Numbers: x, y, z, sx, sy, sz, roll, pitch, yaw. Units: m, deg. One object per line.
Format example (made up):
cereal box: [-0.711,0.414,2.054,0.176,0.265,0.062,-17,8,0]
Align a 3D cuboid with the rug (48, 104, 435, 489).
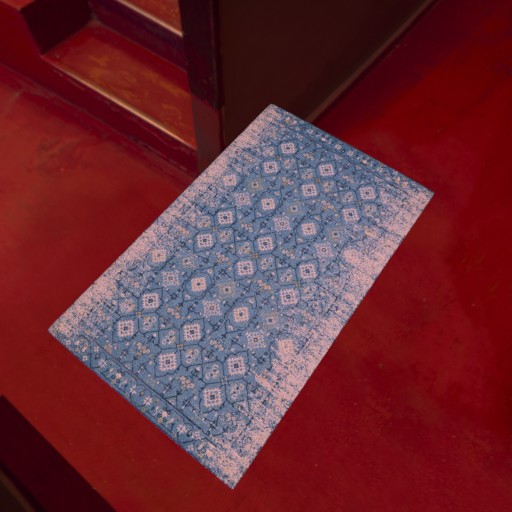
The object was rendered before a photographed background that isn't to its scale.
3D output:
rug: [0.000,0.000,2.235,1.102,0.008,1.795,34,68,16]
